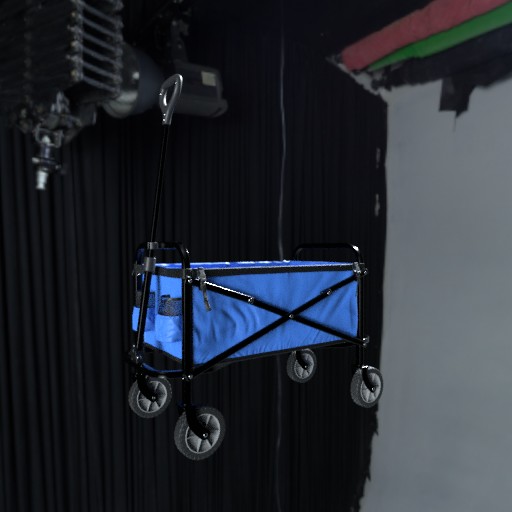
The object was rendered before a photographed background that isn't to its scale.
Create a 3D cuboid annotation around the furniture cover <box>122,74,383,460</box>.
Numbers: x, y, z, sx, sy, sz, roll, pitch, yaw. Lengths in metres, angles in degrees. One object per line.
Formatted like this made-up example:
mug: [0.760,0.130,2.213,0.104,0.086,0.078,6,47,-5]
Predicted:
furniture cover: [0.000,0.000,1.820,1.038,1.295,0.532,-1,1,-35]
